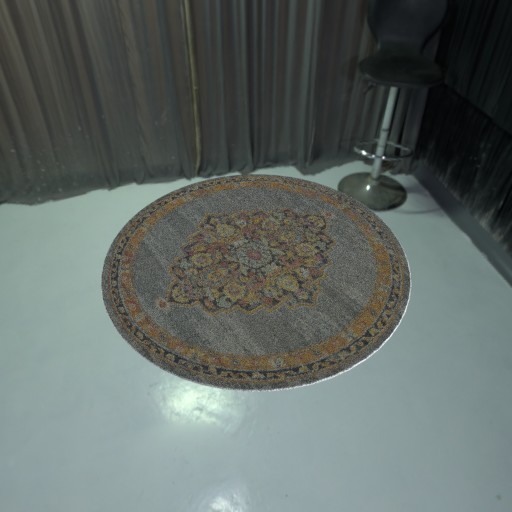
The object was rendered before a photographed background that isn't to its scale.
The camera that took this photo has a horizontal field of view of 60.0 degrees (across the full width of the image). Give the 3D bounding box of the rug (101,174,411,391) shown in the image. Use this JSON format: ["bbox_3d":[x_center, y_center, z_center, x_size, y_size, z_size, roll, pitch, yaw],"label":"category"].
[{"bbox_3d":[0.000,0.000,2.358,1.598,0.010,1.598,0,43,0],"label":"rug"}]
